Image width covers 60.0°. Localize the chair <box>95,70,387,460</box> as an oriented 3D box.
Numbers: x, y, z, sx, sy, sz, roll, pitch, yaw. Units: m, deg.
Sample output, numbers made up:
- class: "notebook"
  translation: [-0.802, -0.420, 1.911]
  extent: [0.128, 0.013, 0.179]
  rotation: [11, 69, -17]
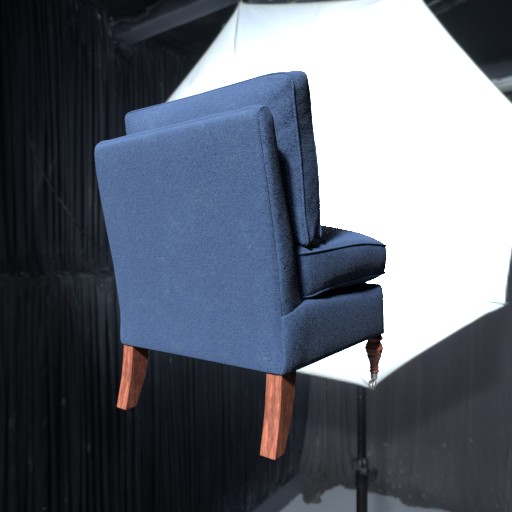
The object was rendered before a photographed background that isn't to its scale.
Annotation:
- class: "chair"
  translation: [0.000, 0.000, 1.641]
  extent: [0.724, 1.052, 0.912]
  rotation: [1, 1, 36]
